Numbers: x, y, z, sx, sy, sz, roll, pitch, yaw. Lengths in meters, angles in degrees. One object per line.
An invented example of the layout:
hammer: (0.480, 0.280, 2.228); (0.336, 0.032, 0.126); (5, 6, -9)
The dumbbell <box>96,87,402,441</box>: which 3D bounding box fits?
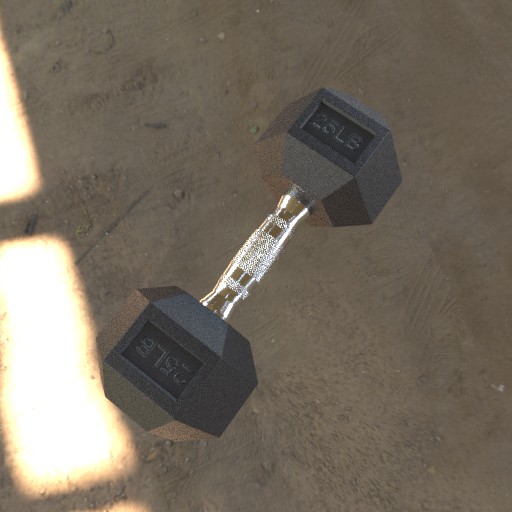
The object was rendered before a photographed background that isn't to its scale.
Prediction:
dumbbell: (0.000, 0.000, 0.384); (0.129, 0.113, 0.315); (36, 78, 8)
